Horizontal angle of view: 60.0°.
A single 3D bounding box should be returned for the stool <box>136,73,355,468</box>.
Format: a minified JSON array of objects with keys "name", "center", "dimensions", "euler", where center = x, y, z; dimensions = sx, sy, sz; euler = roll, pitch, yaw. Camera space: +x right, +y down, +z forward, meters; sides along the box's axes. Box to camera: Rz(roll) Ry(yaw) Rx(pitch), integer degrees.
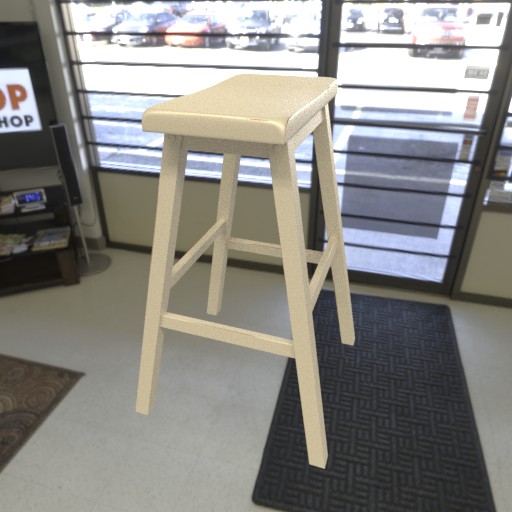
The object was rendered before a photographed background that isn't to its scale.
[{"name":"stool","center":[0.000,0.000,1.039],"dimensions":[0.476,0.737,0.457],"euler":[10,31,17]}]
